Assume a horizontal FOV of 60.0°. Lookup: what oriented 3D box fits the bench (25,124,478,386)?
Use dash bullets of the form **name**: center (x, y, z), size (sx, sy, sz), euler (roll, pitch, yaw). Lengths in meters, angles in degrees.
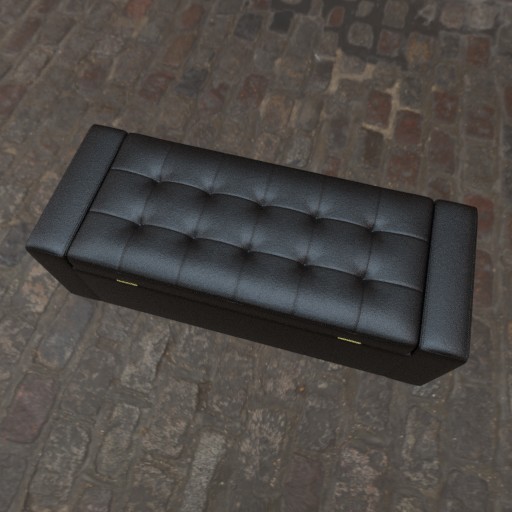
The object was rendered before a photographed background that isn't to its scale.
- **bench**: center (0.000, 0.000, 1.521), size (1.296, 0.445, 0.508), euler (14, 65, 6)
